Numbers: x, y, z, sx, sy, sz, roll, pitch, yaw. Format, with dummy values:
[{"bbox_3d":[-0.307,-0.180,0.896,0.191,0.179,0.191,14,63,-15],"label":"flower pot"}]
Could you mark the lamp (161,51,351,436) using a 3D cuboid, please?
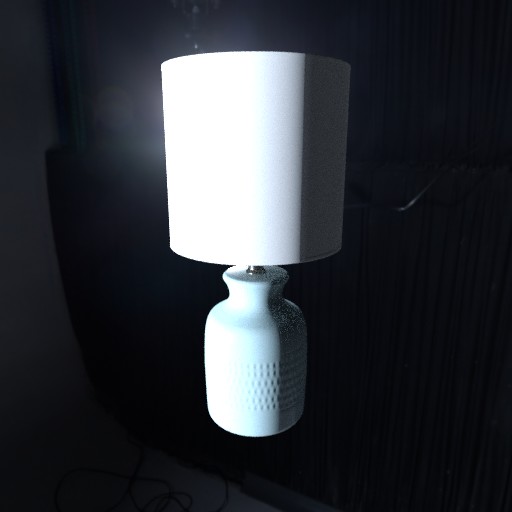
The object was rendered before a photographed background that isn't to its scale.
[{"bbox_3d":[0.000,0.000,1.108,0.418,0.871,0.418,8,17,27],"label":"lamp"}]
